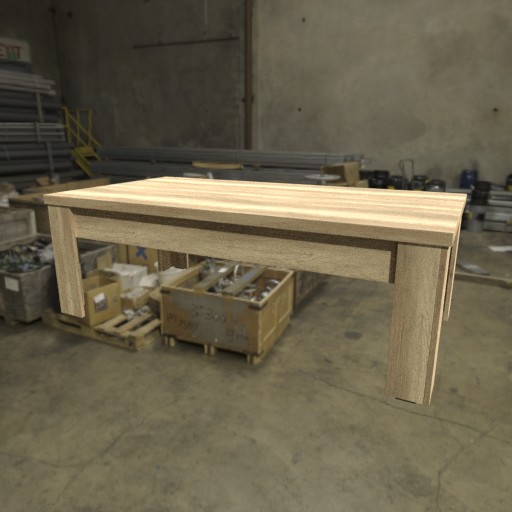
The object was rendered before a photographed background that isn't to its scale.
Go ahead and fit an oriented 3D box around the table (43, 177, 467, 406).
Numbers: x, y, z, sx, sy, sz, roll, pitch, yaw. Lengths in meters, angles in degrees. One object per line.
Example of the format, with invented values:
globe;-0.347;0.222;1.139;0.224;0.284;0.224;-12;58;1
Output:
table;0.000;0.000;1.653;1.350;0.460;0.700;8;18;26
